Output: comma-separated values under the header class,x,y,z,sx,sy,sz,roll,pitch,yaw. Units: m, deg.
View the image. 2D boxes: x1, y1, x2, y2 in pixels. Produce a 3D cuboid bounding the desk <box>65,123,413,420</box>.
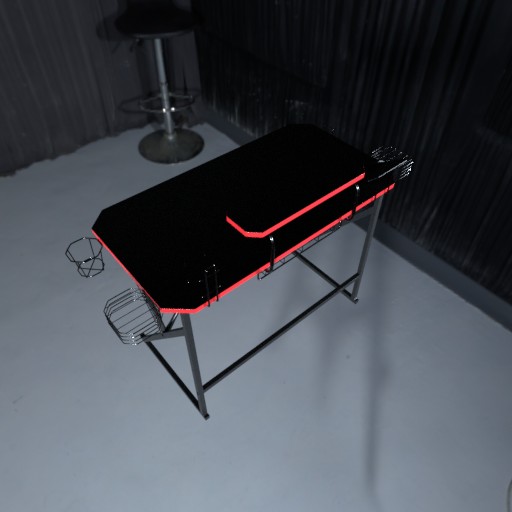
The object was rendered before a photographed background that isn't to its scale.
class,x,y,z,sx,sy,sz,roll,pitch,yaw
desk,0.000,0.000,1.775,1.280,0.913,0.588,-31,54,-27
